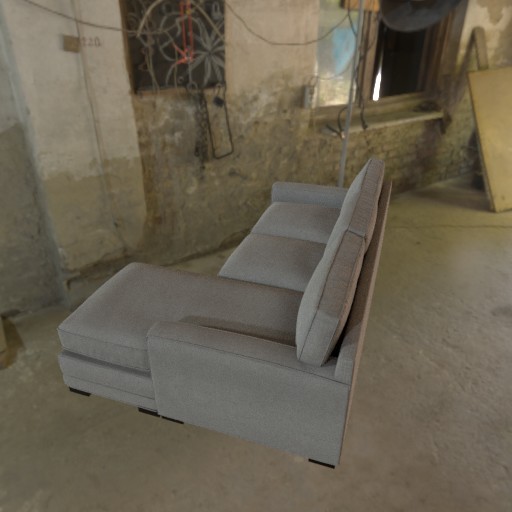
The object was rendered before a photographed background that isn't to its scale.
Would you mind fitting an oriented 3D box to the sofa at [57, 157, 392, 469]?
[{"bbox_3d":[0.000,0.000,2.853,1.496,0.861,2.087,10,31,16],"label":"sofa"}]
